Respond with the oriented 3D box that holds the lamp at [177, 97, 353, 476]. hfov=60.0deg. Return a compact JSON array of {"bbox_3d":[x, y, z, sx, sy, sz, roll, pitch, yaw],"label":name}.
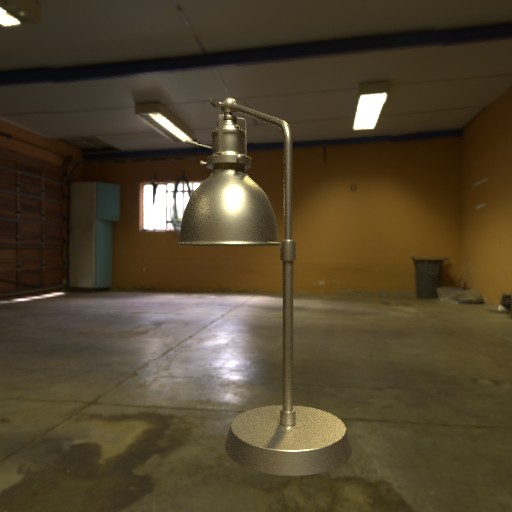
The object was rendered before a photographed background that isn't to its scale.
[{"bbox_3d":[0.000,0.000,0.589,0.153,0.456,0.286,0,1,-36],"label":"lamp"}]
